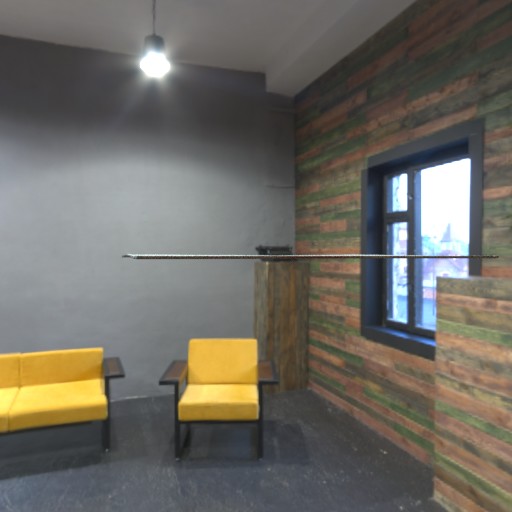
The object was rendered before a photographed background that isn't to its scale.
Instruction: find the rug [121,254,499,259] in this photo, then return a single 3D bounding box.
[{"bbox_3d":[0.000,0.000,2.847,1.611,0.026,2.260,0,0,-18],"label":"rug"}]
